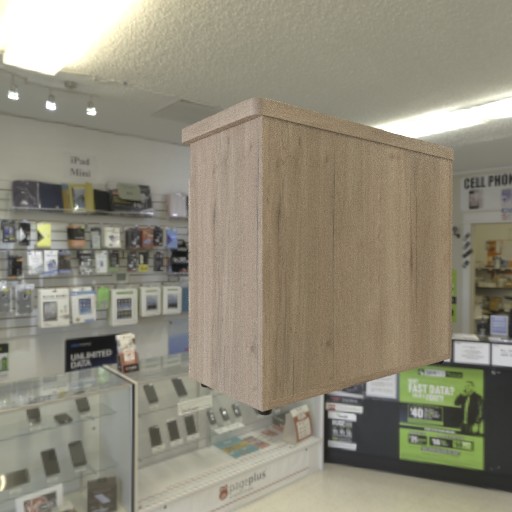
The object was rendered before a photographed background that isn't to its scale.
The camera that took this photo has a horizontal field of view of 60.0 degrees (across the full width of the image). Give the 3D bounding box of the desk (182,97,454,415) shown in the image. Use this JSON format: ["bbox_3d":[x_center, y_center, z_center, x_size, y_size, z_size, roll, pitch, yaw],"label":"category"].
[{"bbox_3d":[0.000,0.000,1.767,0.900,0.760,1.169,-1,1,-37],"label":"desk"}]
